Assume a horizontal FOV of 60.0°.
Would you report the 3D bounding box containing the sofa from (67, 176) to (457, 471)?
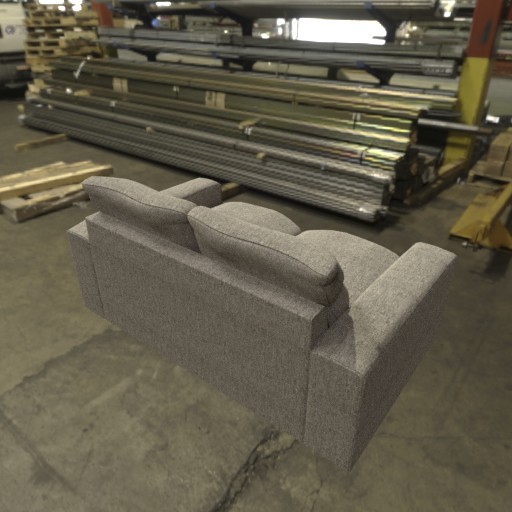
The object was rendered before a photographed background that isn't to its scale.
[{"bbox_3d":[0.000,0.000,2.345,1.758,0.877,1.094,21,36,32],"label":"sofa"}]
